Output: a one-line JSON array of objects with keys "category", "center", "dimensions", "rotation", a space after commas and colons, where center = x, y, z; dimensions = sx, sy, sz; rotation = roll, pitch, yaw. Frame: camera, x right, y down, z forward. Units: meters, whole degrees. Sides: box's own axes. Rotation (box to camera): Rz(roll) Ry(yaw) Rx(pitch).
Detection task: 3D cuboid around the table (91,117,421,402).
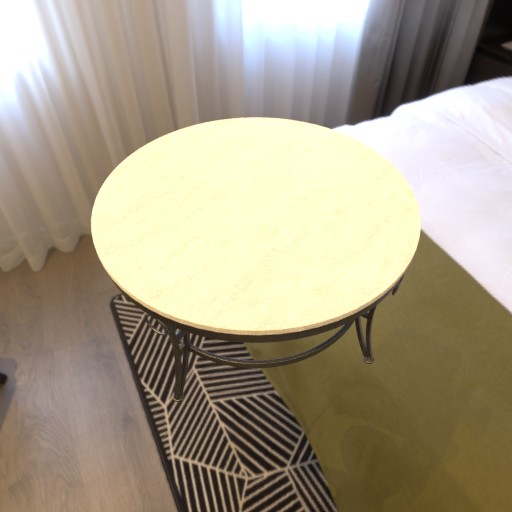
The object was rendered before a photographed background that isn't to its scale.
[{"category": "table", "center": [0.000, 0.000, 1.402], "dimensions": [0.889, 0.470, 0.889], "rotation": [0, 46, 0]}]
